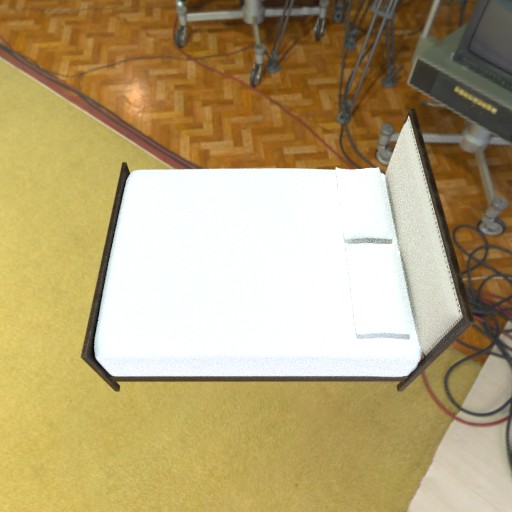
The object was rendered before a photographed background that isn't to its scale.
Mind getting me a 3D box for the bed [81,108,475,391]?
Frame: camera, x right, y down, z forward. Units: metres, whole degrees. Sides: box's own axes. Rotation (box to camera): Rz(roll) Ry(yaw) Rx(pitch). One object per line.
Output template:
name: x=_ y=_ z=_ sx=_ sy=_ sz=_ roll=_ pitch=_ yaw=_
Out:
bed: x=0.000 y=0.000 z=3.227 sx=2.221 sy=1.313 sz=1.607 roll=0 pitch=58 yaw=0
